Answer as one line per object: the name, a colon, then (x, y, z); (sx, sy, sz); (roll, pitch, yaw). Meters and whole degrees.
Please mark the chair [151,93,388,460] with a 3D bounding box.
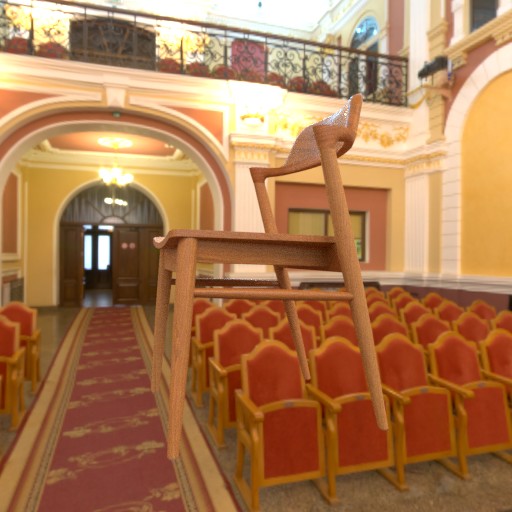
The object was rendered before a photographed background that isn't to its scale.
chair: (0.000, 0.000, 1.146); (0.499, 0.792, 0.512); (0, 0, -17)
